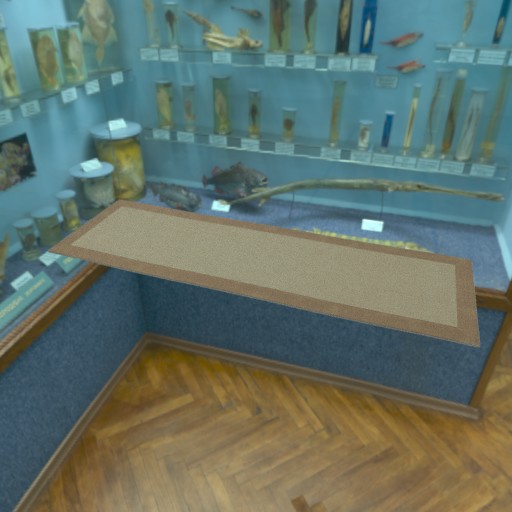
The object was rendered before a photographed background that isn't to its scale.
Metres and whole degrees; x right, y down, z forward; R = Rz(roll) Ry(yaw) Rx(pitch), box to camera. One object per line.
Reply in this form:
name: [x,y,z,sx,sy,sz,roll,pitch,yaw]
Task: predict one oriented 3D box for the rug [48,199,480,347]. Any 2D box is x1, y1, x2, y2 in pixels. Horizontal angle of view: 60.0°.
rug: [0.000,0.000,2.651,2.430,0.012,0.767,11,35,16]
